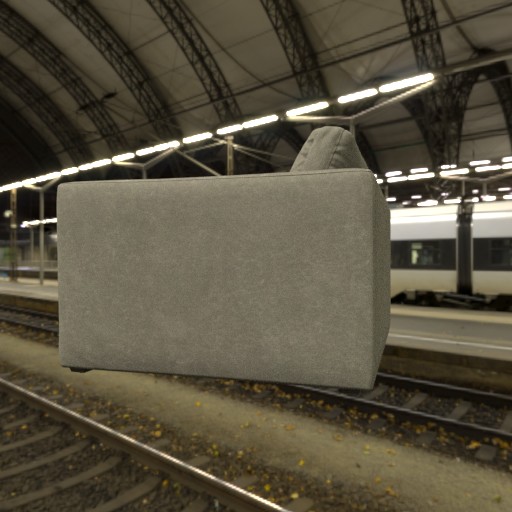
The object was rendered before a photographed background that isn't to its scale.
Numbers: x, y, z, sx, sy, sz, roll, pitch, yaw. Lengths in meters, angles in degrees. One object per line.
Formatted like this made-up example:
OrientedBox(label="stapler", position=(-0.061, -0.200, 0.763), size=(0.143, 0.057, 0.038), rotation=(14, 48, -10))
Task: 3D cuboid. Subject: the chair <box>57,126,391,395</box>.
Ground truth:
OrientedBox(label="chair", position=(0.000, 0.000, 1.905), size=(1.091, 0.845, 1.190), rotation=(0, 0, 19))
